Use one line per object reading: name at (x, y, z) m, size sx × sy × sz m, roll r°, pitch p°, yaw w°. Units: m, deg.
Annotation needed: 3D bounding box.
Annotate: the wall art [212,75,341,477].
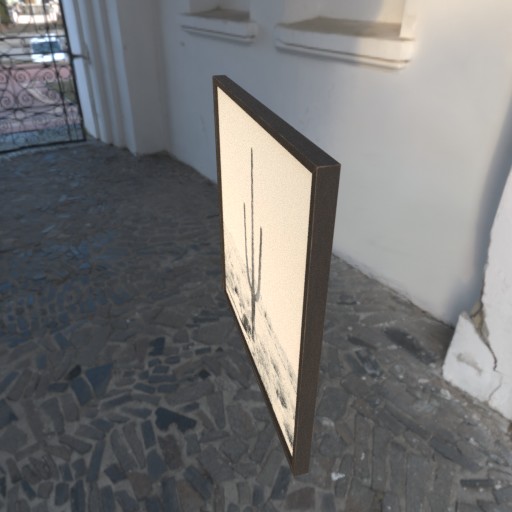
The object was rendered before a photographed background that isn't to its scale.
wall art at (0.000, 0.000, 1.156) m, size 0.038 × 0.762 × 0.762 m, roll -9°, pitch 33°, yaw -14°
